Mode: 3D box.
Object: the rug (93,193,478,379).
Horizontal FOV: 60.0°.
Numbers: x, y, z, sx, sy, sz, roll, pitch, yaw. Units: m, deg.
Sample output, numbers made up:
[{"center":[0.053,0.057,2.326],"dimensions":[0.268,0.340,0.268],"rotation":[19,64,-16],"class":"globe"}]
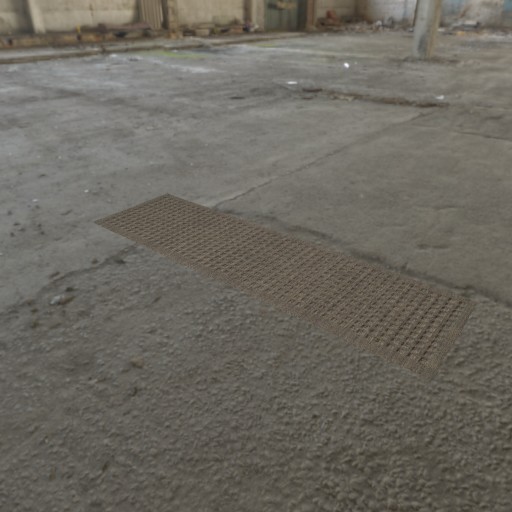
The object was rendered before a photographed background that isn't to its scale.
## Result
[{"center":[0.000,0.000,2.753],"dimensions":[2.443,0.009,0.706],"rotation":[22,36,33],"class":"rug"}]
